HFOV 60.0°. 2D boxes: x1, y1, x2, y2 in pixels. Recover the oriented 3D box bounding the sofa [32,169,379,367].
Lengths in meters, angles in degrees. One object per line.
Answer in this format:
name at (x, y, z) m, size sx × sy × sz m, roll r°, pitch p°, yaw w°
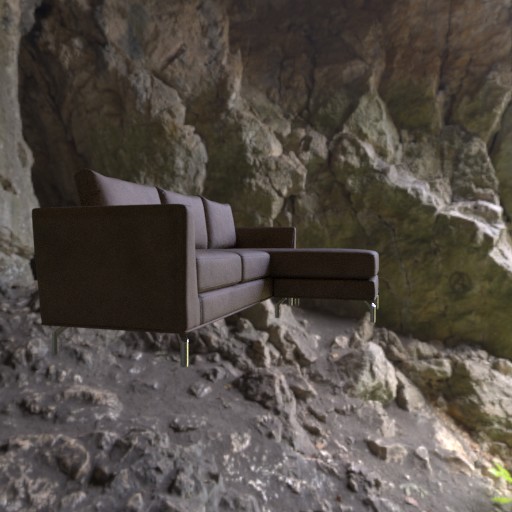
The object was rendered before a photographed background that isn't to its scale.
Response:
sofa at (0.000, 0.000, 3.143) m, size 1.622 × 0.987 × 2.438 m, roll 0°, pitch 1°, yaw 17°
